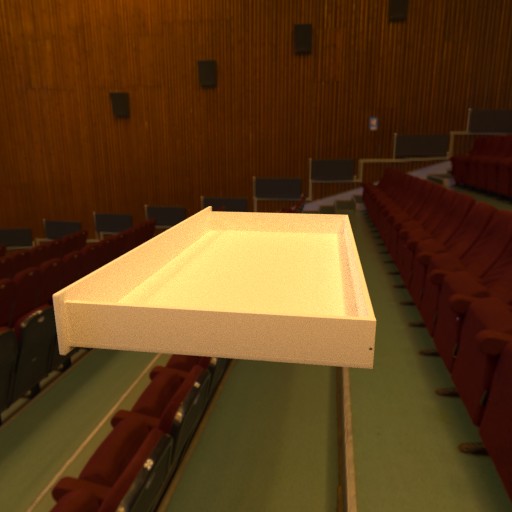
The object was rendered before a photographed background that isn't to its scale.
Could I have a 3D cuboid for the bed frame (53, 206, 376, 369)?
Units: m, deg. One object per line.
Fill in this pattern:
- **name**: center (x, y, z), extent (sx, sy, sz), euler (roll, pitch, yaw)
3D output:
- **bed frame**: center (0.000, 0.000, 1.525), extent (0.670, 0.141, 1.300), euler (2, 15, 9)
